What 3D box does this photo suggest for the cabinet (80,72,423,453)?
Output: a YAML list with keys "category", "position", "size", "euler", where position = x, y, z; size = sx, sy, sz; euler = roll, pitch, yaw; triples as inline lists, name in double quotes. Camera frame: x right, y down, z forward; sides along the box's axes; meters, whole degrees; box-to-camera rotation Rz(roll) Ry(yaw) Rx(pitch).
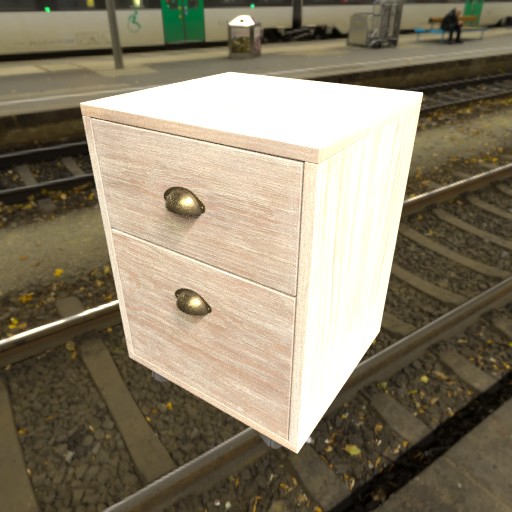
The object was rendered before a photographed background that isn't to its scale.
- category: "cabinet"
  position: [0.000, 0.000, 0.850]
  size: [0.409, 0.579, 0.401]
  euler: [19, 36, 29]
